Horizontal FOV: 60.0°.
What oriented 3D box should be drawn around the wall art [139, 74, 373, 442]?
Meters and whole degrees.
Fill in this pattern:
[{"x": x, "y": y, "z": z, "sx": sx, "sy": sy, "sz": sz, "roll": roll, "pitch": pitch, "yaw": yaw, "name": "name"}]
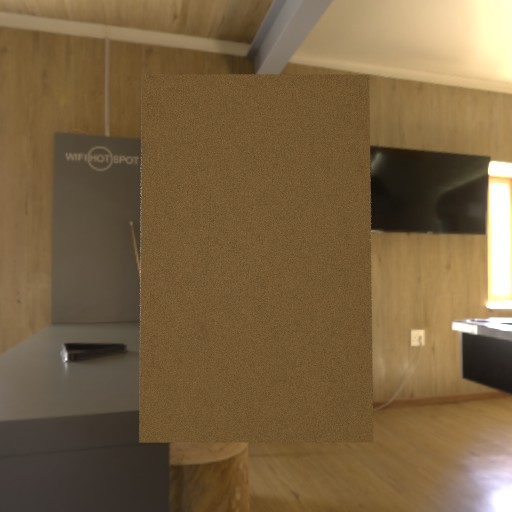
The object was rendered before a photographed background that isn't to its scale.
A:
[{"x": 0.000, "y": 0.000, "z": 0.990, "sx": 0.510, "sy": 0.810, "sz": 0.039, "roll": 0, "pitch": -1, "yaw": 0, "name": "wall art"}]
